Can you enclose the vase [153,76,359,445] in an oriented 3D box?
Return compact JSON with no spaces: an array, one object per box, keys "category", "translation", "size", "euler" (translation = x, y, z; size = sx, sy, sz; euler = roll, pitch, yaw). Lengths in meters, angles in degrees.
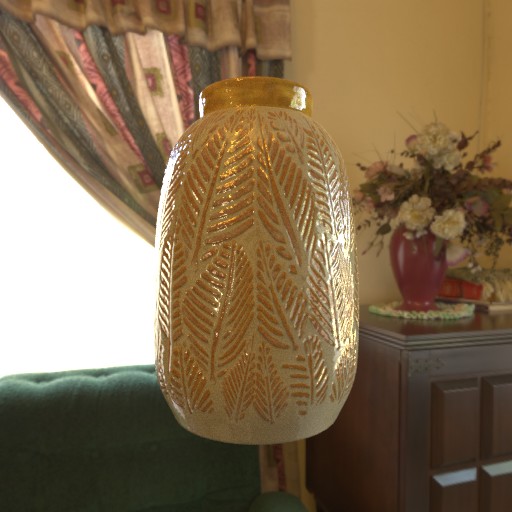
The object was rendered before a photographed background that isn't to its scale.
[{"category":"vase","translation":[0.000,0.000,0.379],"size":[0.172,0.270,0.172],"euler":[0,0,0]}]
